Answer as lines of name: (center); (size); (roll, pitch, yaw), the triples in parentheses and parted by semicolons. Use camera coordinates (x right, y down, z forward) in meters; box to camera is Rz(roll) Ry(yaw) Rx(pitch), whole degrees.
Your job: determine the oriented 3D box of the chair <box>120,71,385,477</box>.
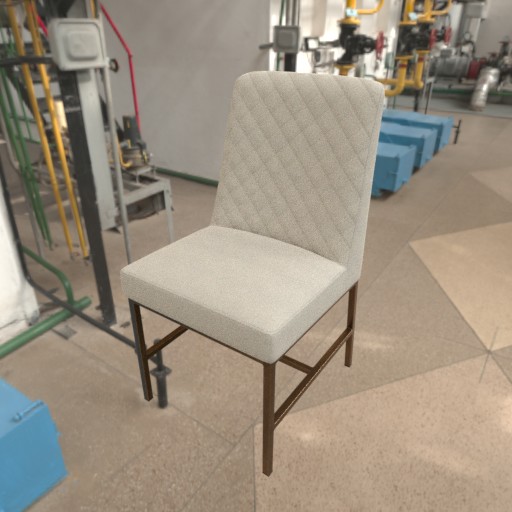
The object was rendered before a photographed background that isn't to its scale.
chair: (0.000, 0.000, 1.276); (0.503, 0.933, 0.597); (18, 33, 30)
